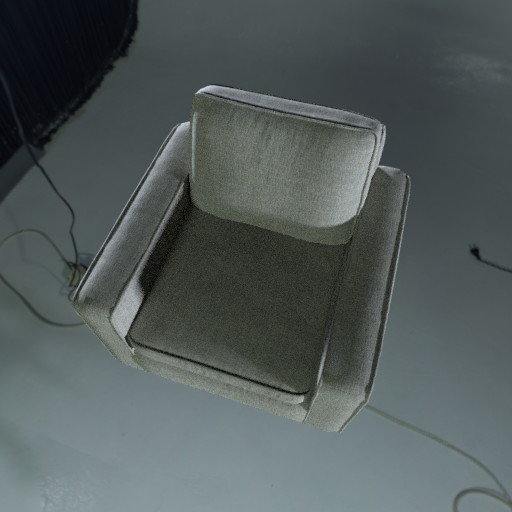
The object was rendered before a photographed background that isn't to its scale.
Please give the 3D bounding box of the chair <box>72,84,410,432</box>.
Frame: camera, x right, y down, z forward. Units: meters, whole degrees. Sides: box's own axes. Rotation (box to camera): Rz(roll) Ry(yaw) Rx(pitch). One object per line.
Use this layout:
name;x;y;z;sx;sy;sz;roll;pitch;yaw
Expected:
chair;0.000;0.000;1.706;1.016;0.914;0.940;15;60;9
